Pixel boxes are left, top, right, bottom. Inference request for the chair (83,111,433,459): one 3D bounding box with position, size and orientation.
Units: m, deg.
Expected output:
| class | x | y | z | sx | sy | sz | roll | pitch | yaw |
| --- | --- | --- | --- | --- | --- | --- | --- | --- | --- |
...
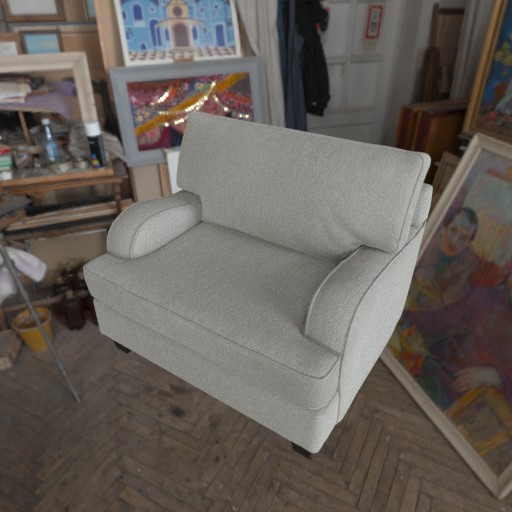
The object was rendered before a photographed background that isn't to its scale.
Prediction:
| class | x | y | z | sx | sy | sz | roll | pitch | yaw |
| --- | --- | --- | --- | --- | --- | --- | --- | --- | --- |
| chair | 0.000 | 0.000 | 2.010 | 1.220 | 1.016 | 1.041 | 20 | 37 | 28 |
